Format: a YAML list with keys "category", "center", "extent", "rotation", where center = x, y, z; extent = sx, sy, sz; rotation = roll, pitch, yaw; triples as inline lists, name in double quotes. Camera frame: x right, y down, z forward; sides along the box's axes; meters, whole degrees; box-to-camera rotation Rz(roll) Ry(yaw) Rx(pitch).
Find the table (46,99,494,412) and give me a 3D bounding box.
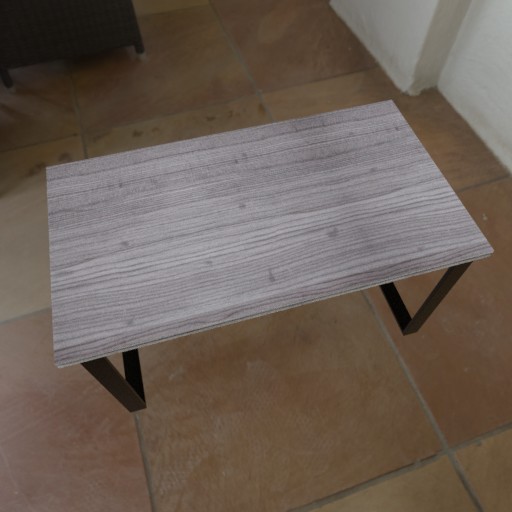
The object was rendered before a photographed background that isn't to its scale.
- category: "table"
  center: [0.000, 0.000, 2.058]
  extent: [1.579, 0.736, 0.881]
  rotation: [-13, 59, -8]
